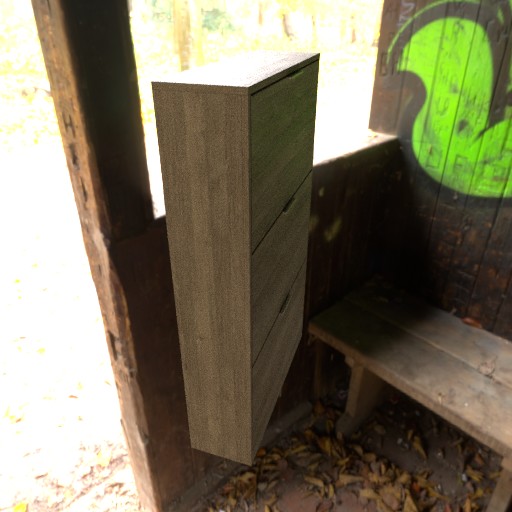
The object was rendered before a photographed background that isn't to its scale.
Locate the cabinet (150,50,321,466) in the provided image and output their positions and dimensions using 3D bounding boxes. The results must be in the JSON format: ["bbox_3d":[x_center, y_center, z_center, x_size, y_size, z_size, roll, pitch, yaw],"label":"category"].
[{"bbox_3d":[0.000,0.000,1.598,0.250,1.280,0.750,10,31,16],"label":"cabinet"}]
